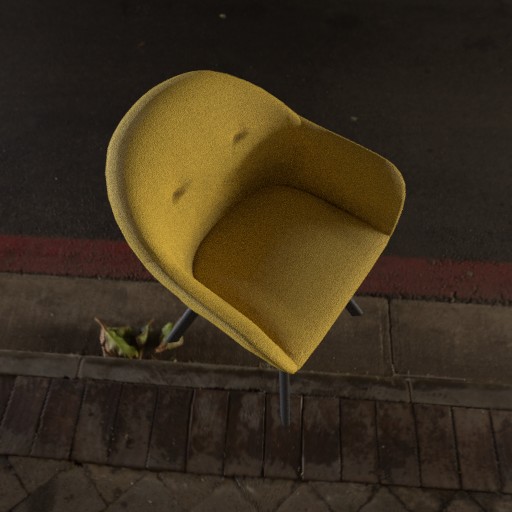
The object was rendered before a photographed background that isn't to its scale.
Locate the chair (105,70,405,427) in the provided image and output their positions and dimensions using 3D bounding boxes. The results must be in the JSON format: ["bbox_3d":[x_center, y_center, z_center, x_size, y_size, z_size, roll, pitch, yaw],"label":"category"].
[{"bbox_3d":[0.000,0.000,1.147,0.565,0.775,0.545,32,64,18],"label":"chair"}]
